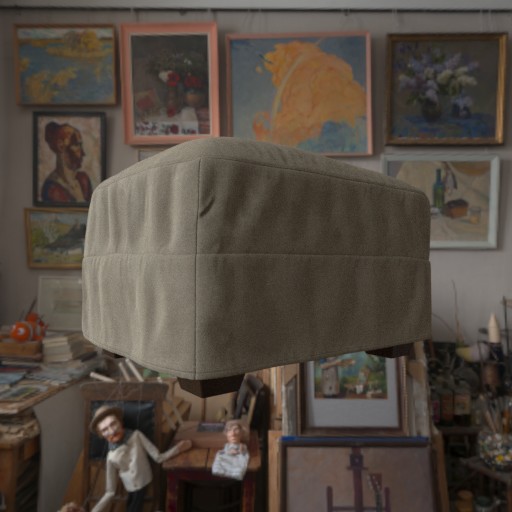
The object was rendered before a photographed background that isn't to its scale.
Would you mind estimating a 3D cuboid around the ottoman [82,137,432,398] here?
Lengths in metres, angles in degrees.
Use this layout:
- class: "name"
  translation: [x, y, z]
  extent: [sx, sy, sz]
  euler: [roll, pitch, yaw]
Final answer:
- class: "ottoman"
  translation: [0.000, 0.000, 1.085]
  extent: [0.712, 0.480, 0.584]
  euler: [1, -2, -38]
